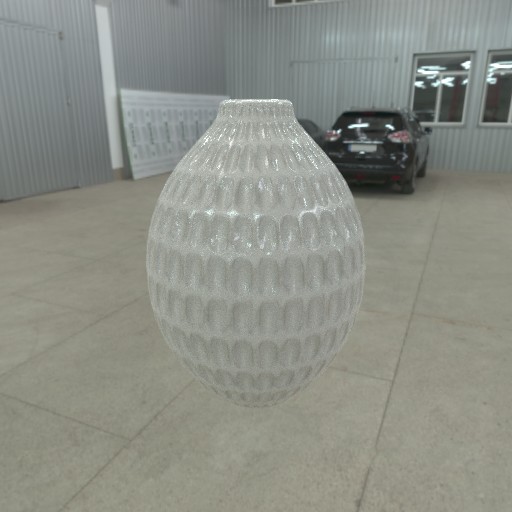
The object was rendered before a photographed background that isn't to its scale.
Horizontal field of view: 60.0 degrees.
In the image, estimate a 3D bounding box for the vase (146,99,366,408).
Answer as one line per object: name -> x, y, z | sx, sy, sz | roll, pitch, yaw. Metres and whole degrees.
vase -> 0.000, 0.000, 0.335 | 0.162, 0.223, 0.162 | 0, 18, 0
